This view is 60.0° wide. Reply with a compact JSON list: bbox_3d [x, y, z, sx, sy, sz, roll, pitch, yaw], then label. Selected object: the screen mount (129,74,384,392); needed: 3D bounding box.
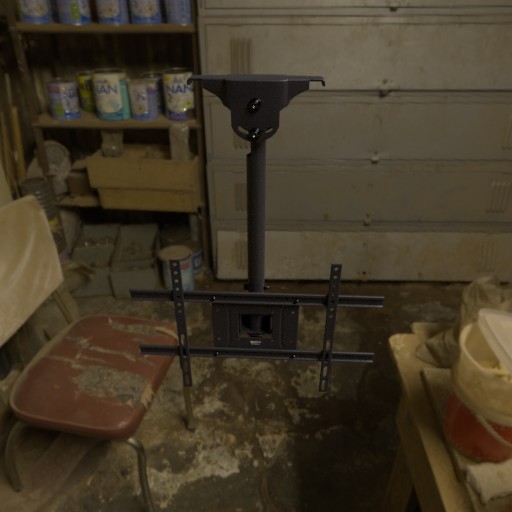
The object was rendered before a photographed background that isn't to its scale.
[{"bbox_3d":[0.000,0.000,1.026,0.595,0.775,0.090,2,31,3],"label":"screen mount"}]
